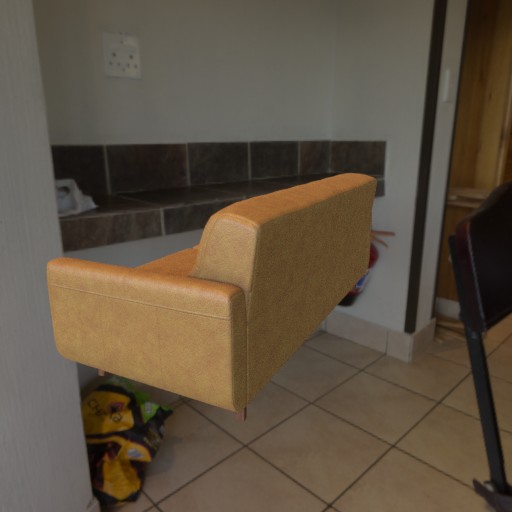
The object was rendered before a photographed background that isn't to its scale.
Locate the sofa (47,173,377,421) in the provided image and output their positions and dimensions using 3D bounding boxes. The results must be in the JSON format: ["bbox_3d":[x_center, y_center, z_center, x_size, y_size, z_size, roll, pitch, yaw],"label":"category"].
[{"bbox_3d":[0.000,0.000,2.646,0.980,0.892,2.137,8,17,26],"label":"sofa"}]
